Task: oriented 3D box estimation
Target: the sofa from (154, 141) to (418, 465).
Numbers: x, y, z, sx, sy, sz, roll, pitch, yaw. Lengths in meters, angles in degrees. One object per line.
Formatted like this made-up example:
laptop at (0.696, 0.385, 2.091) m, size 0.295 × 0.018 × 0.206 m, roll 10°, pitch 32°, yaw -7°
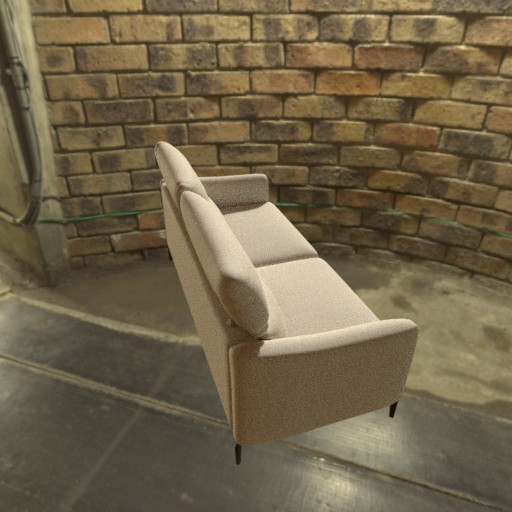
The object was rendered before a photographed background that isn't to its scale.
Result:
sofa at (0.000, 0.000, 2.576) m, size 0.856 × 0.956 × 2.015 m, roll -10°, pitch 32°, yaw -16°
